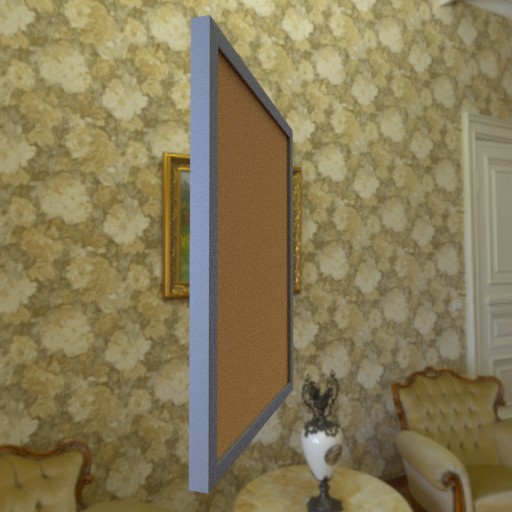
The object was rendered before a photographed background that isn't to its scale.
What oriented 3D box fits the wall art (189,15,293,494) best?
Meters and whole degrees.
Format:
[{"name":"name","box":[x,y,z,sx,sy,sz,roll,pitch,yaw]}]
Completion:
[{"name":"wall art","box":[0.000,0.000,0.738,0.029,0.558,0.458,0,-2,17]}]
